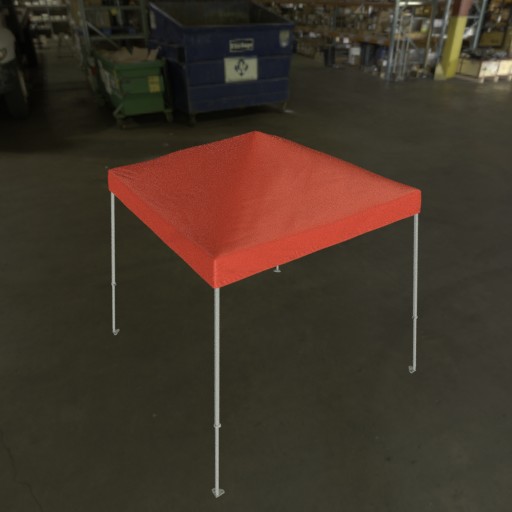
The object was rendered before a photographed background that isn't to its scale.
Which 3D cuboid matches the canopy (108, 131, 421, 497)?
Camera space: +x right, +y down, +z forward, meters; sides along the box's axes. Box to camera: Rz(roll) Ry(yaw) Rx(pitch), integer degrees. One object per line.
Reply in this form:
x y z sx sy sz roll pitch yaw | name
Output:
0.000 0.000 5.079 2.849 2.850 2.850 -19 36 -29 | canopy
